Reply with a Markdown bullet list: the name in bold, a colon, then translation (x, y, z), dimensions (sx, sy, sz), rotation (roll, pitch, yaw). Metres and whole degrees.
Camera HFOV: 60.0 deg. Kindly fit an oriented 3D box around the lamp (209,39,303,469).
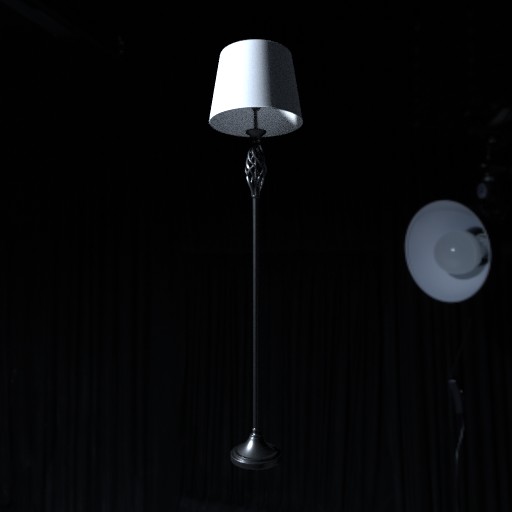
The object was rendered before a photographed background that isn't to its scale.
- **lamp**: translation (0.000, 0.000, 1.796), dimensions (0.379, 1.623, 0.379), rotation (0, -1, 0)
